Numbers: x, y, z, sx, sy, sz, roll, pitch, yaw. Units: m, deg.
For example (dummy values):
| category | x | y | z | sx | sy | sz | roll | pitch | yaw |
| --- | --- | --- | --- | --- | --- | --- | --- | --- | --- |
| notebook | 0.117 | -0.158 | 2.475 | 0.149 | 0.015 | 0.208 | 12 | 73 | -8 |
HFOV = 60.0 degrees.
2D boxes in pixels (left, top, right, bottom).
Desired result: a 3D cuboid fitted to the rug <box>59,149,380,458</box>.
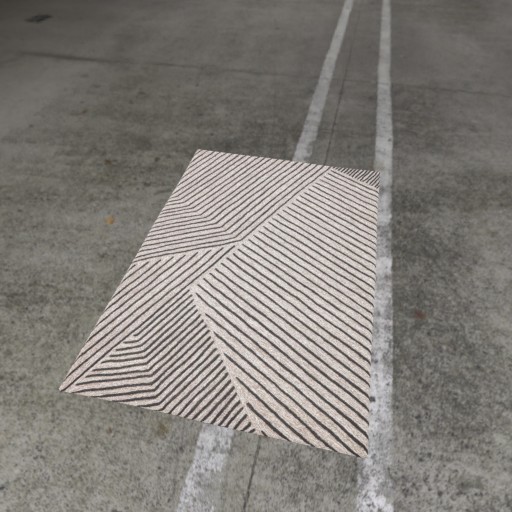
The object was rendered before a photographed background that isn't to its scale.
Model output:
| category | x | y | z | sx | sy | sz | roll | pitch | yaw |
| --- | --- | --- | --- | --- | --- | --- | --- | --- | --- |
| rug | 0.000 | 0.000 | 2.330 | 1.237 | 0.019 | 1.842 | 9 | 46 | 9 |
